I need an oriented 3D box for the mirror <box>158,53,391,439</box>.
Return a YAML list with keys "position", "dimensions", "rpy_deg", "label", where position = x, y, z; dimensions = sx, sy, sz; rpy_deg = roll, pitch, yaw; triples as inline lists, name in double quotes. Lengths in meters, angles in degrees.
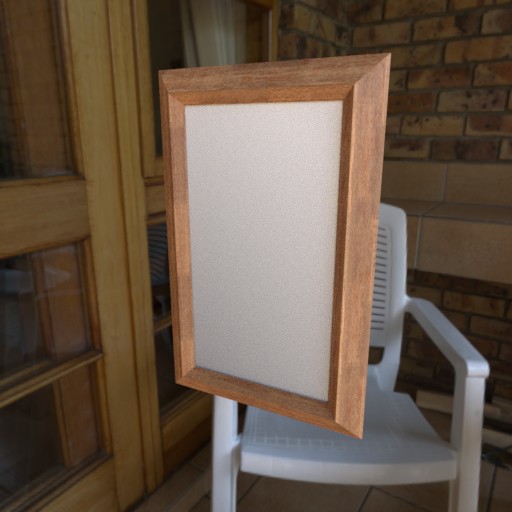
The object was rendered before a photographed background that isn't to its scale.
- position: [0.000, 0.000, 1.244]
  dimensions: [0.651, 1.010, 0.047]
  rpy_deg: [8, 17, 26]
  label: "mirror"
